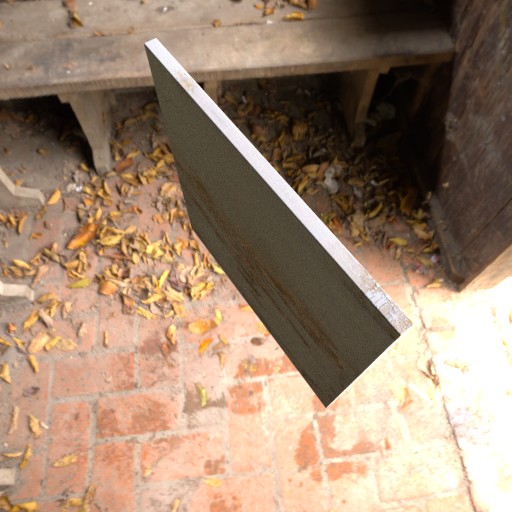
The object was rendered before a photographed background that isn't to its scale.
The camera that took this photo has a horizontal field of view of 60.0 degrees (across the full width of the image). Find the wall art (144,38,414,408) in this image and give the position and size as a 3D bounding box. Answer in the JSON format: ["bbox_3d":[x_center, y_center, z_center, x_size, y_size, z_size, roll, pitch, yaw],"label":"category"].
[{"bbox_3d":[0.000,0.000,1.498,0.040,1.018,1.015,-33,68,-15],"label":"wall art"}]
